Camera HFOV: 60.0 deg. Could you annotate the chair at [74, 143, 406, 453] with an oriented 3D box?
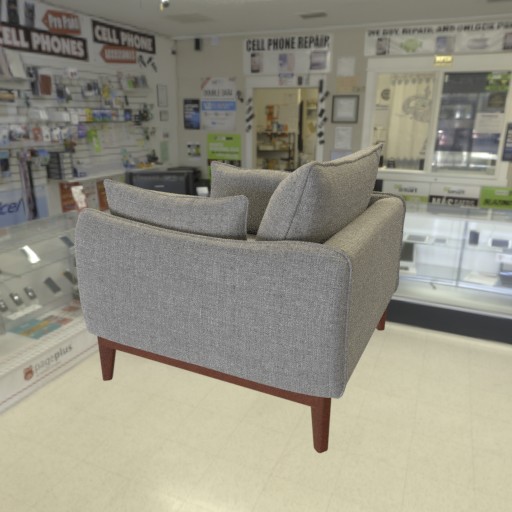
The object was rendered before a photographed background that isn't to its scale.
[{"bbox_3d":[0.000,0.000,1.733,0.976,0.839,0.993,9,20,25],"label":"chair"}]
